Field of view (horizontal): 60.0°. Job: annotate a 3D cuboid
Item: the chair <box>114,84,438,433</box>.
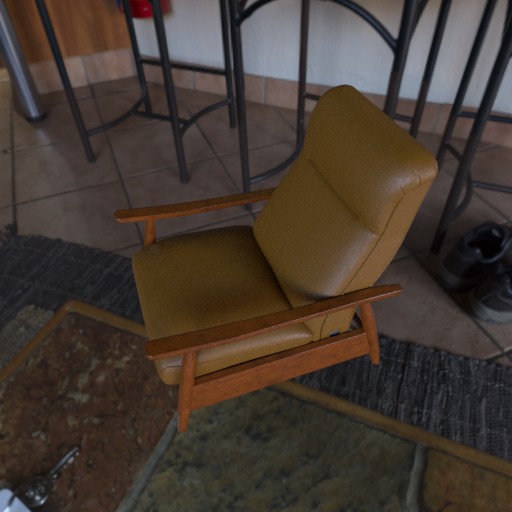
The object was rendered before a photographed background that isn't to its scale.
[{"bbox_3d":[0.000,0.000,1.822,1.014,1.082,0.762,-15,47,-14],"label":"chair"}]
